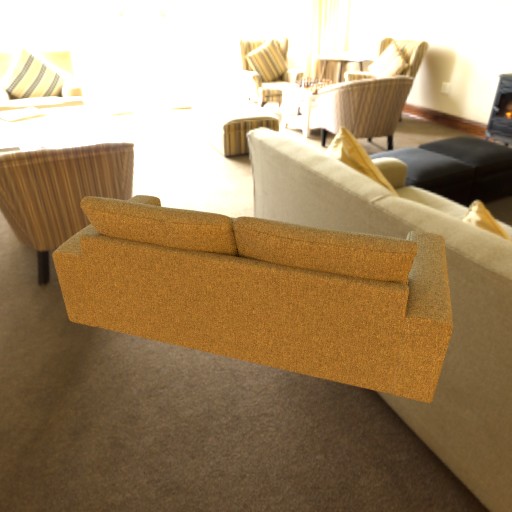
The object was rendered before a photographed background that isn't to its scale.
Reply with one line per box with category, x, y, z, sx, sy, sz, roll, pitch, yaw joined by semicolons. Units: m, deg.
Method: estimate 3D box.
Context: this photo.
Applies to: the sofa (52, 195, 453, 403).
sofa;0.000;0.000;2.878;2.299;0.922;1.040;9;31;15
